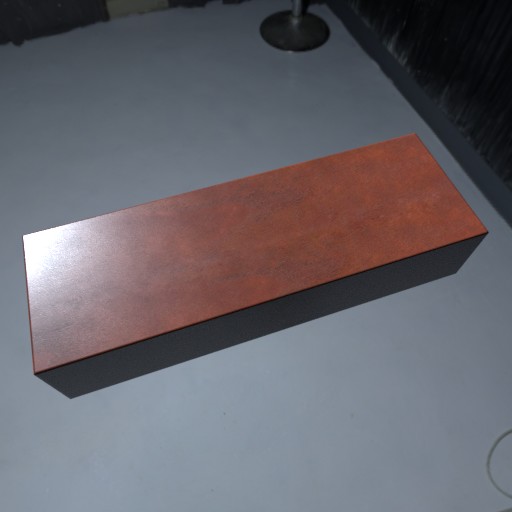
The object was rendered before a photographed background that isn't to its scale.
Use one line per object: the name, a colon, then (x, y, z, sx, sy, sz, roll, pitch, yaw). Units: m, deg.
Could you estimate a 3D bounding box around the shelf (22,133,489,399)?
shelf: (0.000, 0.000, 0.495, 0.457, 0.088, 0.152, -16, 60, -10)
